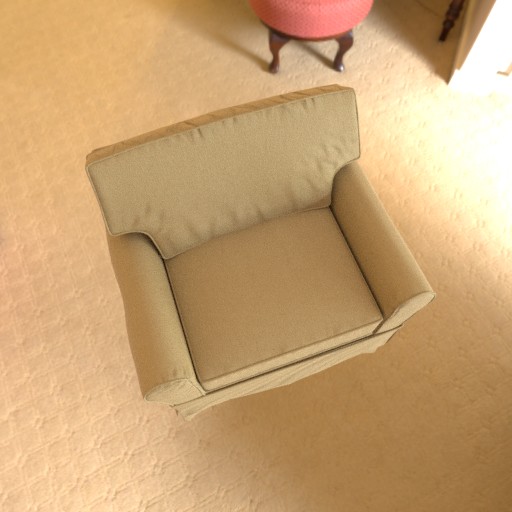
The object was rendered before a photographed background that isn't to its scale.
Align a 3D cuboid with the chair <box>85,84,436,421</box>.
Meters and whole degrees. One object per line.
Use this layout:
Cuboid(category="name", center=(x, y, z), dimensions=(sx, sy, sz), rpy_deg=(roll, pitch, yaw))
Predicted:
Cuboid(category="chair", center=(0.000, 0.000, 1.769), dimensions=(1.096, 0.937, 0.903), rpy_deg=(-17, 65, -8))
